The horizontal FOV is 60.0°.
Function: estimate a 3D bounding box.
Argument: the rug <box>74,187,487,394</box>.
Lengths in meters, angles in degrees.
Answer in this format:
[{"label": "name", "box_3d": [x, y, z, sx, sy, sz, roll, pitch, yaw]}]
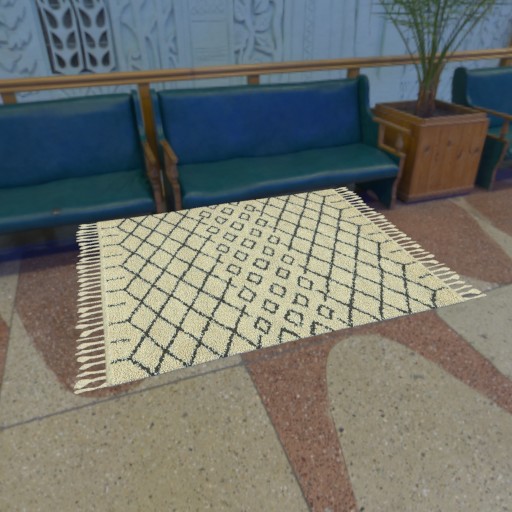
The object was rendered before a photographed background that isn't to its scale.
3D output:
[{"label": "rug", "box_3d": [0.000, 0.000, 4.169, 3.213, 0.030, 2.388, -10, 33, -16]}]
